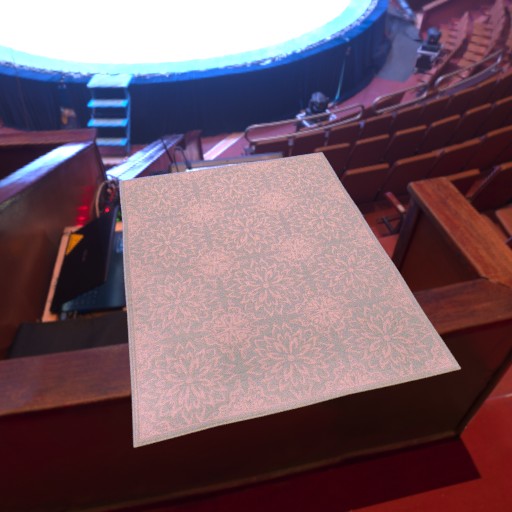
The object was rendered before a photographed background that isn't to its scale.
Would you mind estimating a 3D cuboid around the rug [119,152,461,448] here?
[{"bbox_3d":[0.000,0.000,4.062,2.363,0.012,2.980,-10,46,-10],"label":"rug"}]
